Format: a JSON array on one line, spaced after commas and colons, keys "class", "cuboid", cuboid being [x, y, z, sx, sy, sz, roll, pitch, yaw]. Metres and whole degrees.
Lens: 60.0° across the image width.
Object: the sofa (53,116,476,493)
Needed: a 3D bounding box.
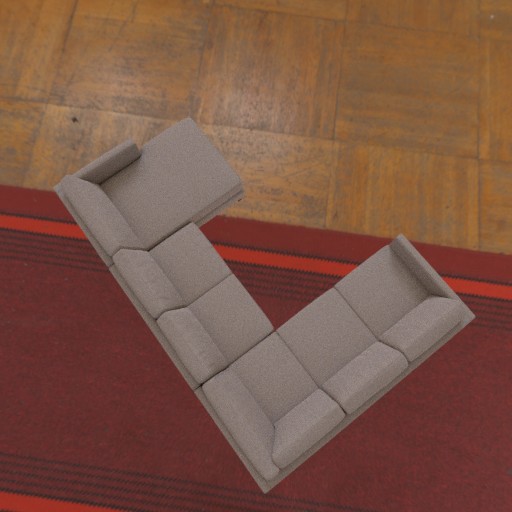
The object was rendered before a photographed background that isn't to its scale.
[{"class": "sofa", "cuboid": [0.000, 0.000, 4.412, 2.424, 0.865, 3.438, -36, 78, -9]}]
